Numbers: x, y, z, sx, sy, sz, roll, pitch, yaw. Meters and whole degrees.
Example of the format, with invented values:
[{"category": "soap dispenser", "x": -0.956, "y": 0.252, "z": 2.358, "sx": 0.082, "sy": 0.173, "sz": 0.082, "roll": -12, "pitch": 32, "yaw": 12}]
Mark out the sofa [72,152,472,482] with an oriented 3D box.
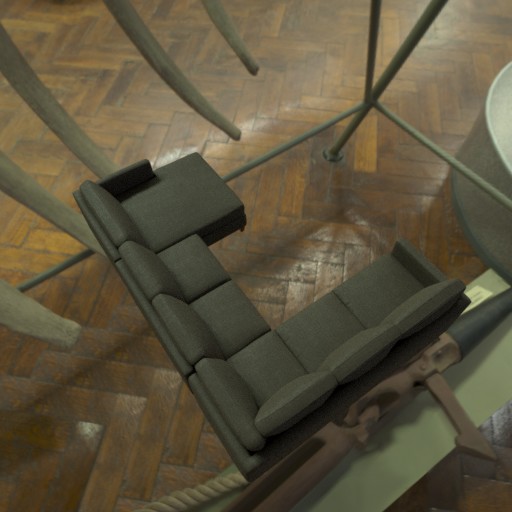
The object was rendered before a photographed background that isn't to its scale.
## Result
[{"category": "sofa", "x": 0.000, "y": 0.000, "z": 4.715, "sx": 2.594, "sy": 0.961, "sz": 3.460, "roll": -31, "pitch": 62, "yaw": -18}]
